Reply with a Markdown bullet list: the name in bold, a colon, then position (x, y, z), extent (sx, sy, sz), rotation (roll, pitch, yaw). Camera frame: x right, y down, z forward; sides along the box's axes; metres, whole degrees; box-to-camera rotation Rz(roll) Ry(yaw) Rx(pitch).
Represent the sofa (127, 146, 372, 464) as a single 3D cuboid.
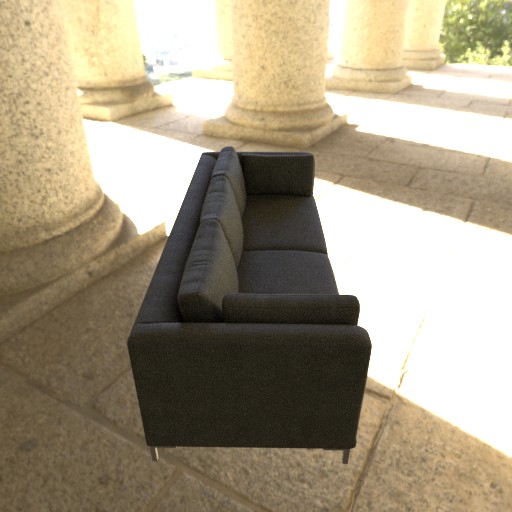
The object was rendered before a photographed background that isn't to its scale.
- **sofa**: position (0.000, 0.000, 2.903), extent (0.969, 0.867, 2.415), rotation (0, 30, 1)
